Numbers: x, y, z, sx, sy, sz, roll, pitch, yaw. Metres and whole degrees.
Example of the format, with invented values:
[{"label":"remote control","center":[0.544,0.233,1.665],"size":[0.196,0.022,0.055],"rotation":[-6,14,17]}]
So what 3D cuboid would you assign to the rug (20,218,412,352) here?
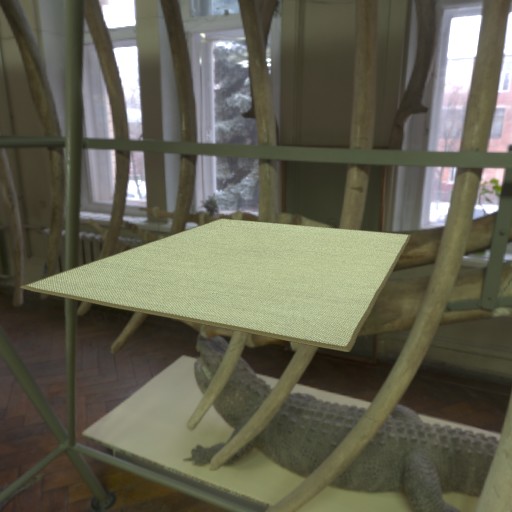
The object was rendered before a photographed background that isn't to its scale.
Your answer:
[{"label":"rug","center":[0.000,0.000,4.049],"size":[2.413,0.020,3.041],"rotation":[7,17,24]}]
